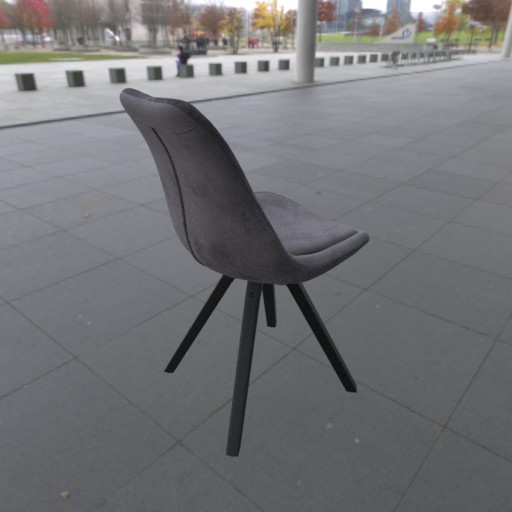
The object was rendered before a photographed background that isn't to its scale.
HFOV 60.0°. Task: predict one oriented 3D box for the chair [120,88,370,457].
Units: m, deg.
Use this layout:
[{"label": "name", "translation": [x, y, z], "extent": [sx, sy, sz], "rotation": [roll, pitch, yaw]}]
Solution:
[{"label": "chair", "translation": [0.000, 0.000, 1.182], "extent": [0.550, 0.850, 0.485], "rotation": [-17, 31, -31]}]
